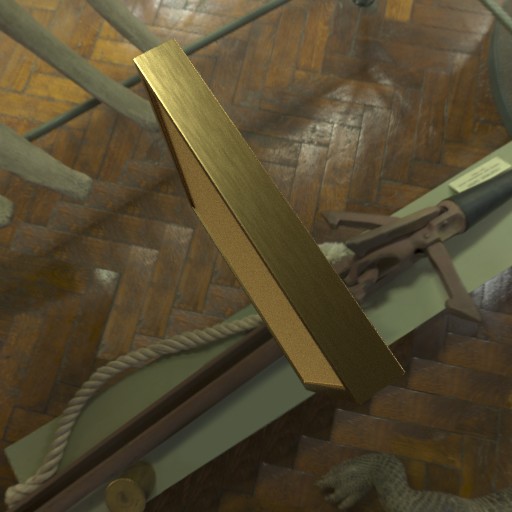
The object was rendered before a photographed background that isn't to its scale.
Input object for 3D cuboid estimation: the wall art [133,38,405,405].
[{"bbox_3d":[0.000,0.000,0.463,0.037,0.305,0.305,-31,77,-8],"label":"wall art"}]
